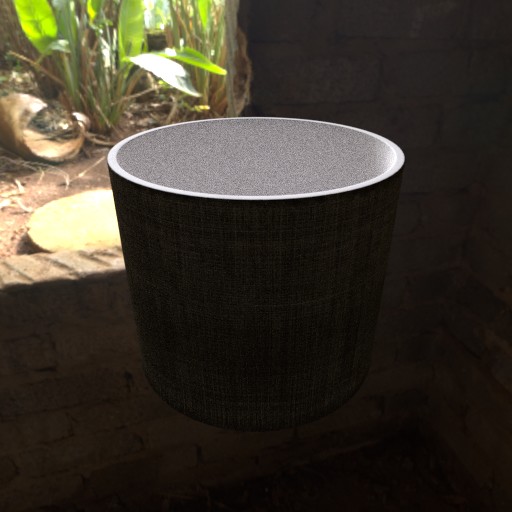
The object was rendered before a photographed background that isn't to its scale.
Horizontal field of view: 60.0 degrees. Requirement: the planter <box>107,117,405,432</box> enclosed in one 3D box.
[{"bbox_3d":[0.000,0.000,0.446,0.254,0.221,0.254,0,29,0],"label":"planter"}]
